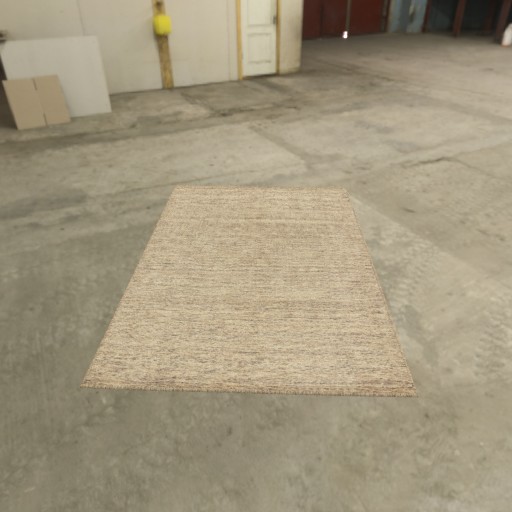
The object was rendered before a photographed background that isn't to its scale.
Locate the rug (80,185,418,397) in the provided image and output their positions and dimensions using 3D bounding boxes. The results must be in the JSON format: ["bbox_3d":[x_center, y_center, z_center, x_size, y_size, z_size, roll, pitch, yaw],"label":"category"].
[{"bbox_3d":[0.000,0.000,2.350,1.211,0.018,1.822,1,32,2],"label":"rug"}]
